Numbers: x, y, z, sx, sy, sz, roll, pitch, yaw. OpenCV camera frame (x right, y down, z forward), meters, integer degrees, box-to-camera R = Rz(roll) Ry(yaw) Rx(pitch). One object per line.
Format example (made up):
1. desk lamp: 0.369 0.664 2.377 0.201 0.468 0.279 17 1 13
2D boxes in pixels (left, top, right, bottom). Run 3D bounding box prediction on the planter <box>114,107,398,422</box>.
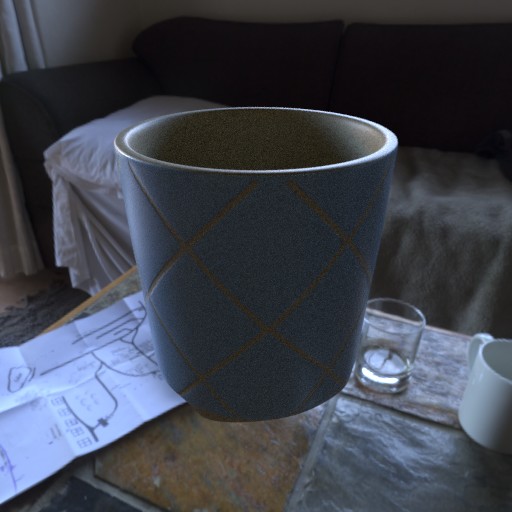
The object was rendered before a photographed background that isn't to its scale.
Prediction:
1. planter: 0.000 0.000 0.422 0.227 0.235 0.227 0 28 0
